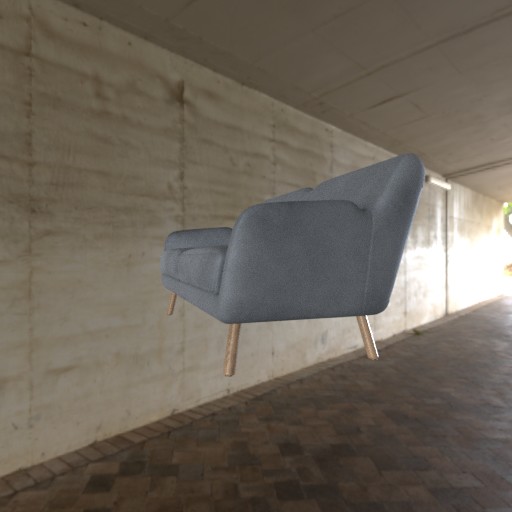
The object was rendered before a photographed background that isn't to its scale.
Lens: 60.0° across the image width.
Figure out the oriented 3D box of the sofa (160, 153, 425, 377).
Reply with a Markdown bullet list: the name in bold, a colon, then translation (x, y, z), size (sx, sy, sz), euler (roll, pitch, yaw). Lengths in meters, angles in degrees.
- **sofa**: translation (0.000, 0.000, 2.373), size (0.850, 0.810, 1.870), euler (0, 0, -18)
